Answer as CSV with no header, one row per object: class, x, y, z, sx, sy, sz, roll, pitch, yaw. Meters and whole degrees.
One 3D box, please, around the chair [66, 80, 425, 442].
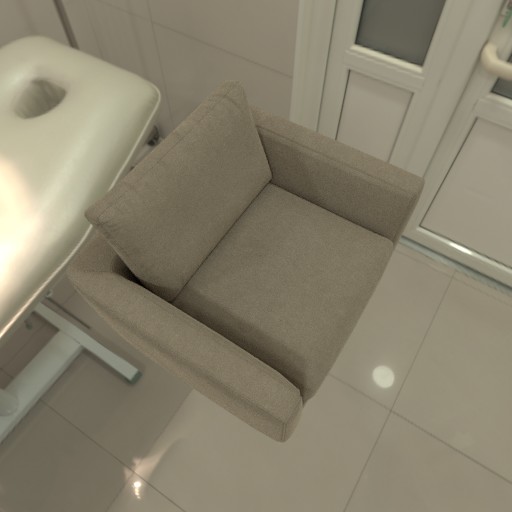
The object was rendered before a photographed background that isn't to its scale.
chair,0.000,0.000,1.691,0.889,0.864,1.041,28,63,16
